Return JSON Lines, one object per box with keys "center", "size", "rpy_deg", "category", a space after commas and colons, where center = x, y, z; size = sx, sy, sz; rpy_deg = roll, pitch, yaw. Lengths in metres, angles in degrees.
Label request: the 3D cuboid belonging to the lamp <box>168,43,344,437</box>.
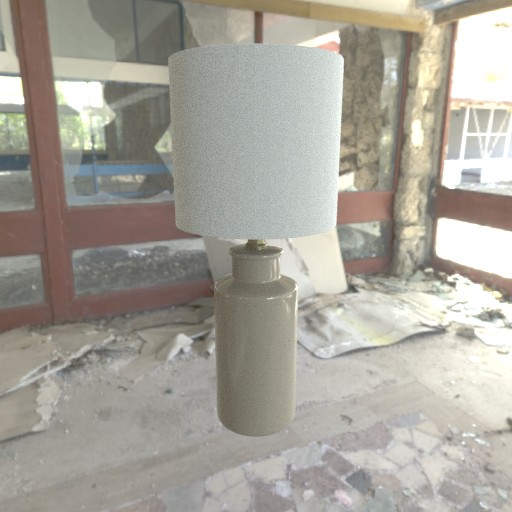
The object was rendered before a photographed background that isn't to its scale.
{"center": [0.000, 0.000, 0.606], "size": [0.212, 0.493, 0.212], "rpy_deg": [3, 15, 9], "category": "lamp"}
